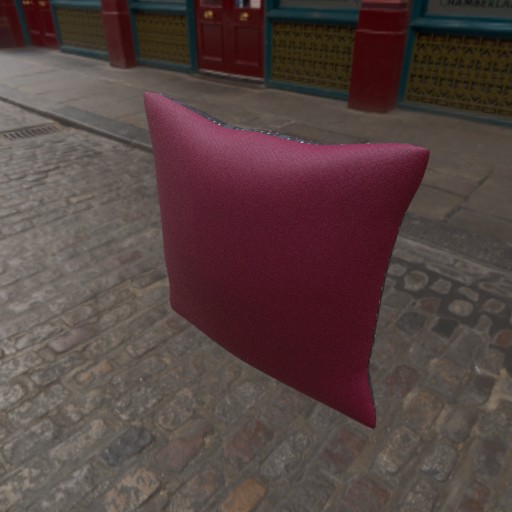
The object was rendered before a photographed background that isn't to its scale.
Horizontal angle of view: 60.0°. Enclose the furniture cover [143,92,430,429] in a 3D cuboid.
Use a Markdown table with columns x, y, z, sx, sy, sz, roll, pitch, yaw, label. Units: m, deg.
| x | y | z | sx | sy | sz | roll | pitch | yaw | label |
| --- | --- | --- | --- | --- | --- | --- | --- | --- | --- |
| 0.000 | 0.000 | 0.809 | 0.552 | 0.509 | 0.193 | 24 | 38 | 34 | furniture cover |
